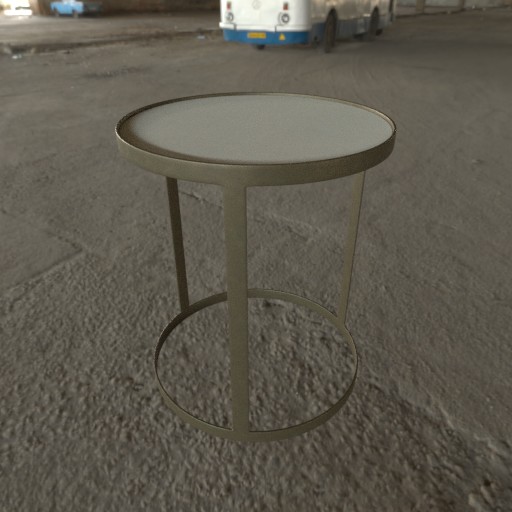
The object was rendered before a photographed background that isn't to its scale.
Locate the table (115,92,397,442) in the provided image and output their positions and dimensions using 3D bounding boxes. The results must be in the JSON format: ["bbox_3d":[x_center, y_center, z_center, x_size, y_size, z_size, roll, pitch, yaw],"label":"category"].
[{"bbox_3d":[0.000,0.000,0.929,0.480,0.565,0.480,0,31,0],"label":"table"}]
